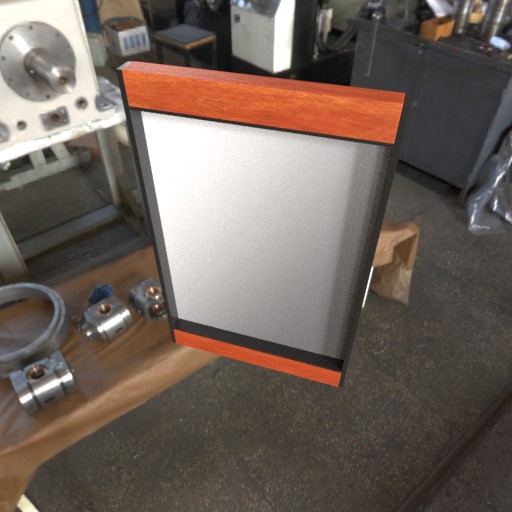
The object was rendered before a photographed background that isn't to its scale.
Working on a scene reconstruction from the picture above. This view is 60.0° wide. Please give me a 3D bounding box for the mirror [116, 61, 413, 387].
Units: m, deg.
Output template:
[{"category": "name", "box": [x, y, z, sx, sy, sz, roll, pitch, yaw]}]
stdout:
[{"category": "mirror", "box": [0.000, 0.000, 1.046, 0.525, 0.823, 0.047, 12, 44, 13]}]
